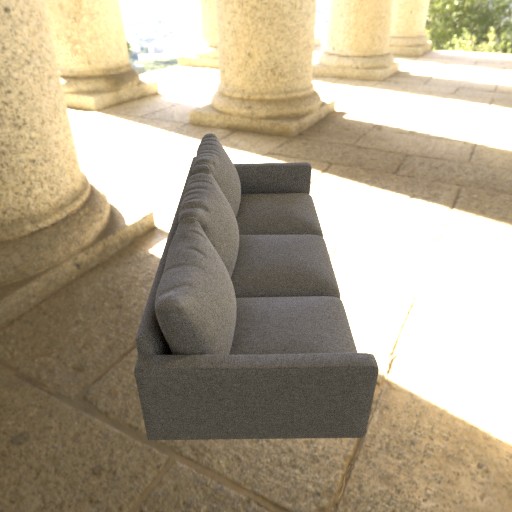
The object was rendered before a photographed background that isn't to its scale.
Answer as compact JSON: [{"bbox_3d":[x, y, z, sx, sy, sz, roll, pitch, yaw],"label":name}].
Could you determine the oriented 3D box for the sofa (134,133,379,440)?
[{"bbox_3d":[0.000,0.000,2.414,0.850,0.830,2.000,0,32,-1],"label":"sofa"}]
